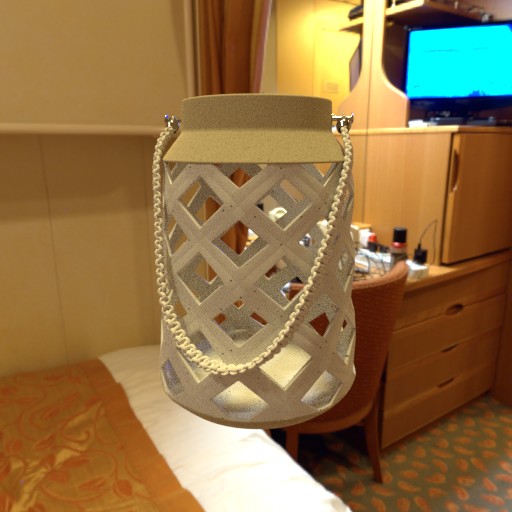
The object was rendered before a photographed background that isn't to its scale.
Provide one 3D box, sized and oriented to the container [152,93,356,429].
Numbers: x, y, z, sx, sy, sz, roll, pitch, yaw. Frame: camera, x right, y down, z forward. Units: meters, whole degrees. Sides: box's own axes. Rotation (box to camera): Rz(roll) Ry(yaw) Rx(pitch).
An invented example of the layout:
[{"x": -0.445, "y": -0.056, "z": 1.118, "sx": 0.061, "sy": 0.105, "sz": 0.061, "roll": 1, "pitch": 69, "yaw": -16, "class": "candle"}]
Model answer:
[{"x": 0.000, "y": 0.000, "z": 0.399, "sx": 0.188, "sy": 0.264, "sz": 0.198, "roll": 2, "pitch": 14, "yaw": 9, "class": "container"}]
